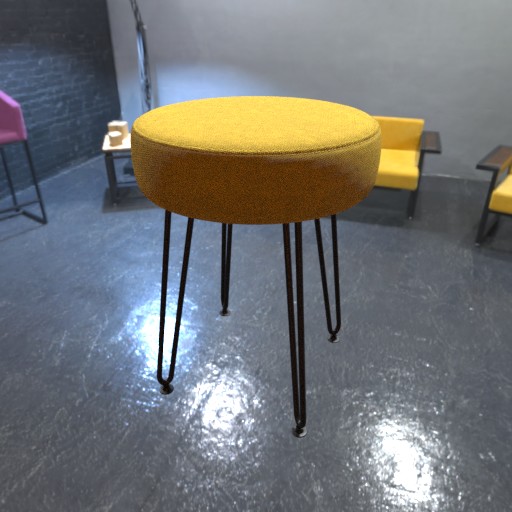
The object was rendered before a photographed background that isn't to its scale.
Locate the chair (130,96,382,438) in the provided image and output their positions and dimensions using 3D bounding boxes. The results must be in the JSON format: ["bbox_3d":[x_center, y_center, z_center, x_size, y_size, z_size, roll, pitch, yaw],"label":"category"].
[{"bbox_3d":[0.000,0.000,0.718,0.345,0.455,0.345,11,31,19],"label":"chair"}]
